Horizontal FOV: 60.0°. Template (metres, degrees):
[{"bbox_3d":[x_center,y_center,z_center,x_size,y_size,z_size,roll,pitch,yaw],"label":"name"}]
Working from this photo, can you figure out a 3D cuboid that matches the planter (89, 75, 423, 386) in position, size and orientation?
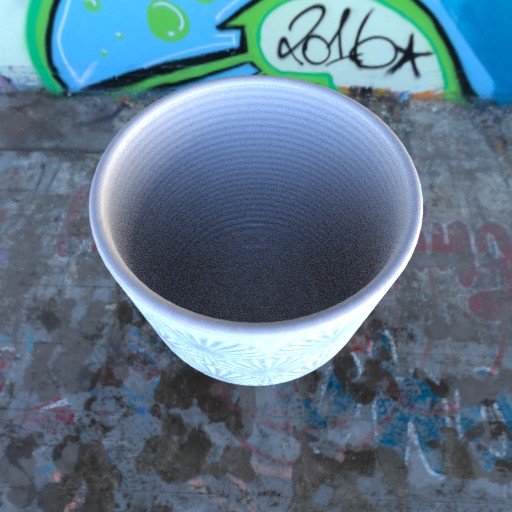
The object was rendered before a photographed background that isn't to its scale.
[{"bbox_3d":[0.000,0.000,0.292,0.170,0.152,0.170,0,59,0],"label":"planter"}]
